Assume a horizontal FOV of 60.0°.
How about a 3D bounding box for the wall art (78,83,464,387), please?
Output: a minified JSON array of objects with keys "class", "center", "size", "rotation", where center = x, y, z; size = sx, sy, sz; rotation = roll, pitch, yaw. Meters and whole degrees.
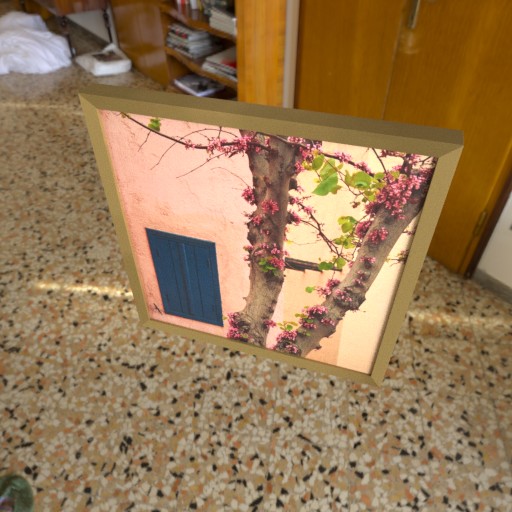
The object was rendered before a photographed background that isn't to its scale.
[{"class":"wall art","center":[0.000,0.000,0.744],"size":[0.507,0.508,0.038],"rotation":[12,43,13]}]
